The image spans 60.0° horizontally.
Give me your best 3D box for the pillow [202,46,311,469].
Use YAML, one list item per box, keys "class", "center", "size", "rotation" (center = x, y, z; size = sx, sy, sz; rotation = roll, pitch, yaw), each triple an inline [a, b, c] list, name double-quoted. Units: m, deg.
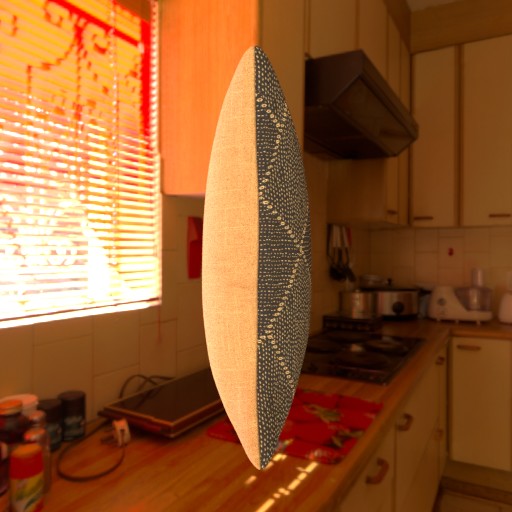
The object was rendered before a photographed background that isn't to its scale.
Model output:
- class: "pillow"
  center: [0.000, 0.000, 0.660]
  size: [0.148, 0.428, 0.435]
  rotation: [0, 1, 0]
